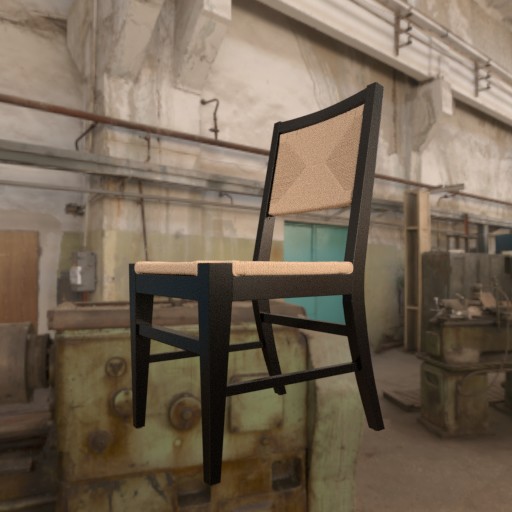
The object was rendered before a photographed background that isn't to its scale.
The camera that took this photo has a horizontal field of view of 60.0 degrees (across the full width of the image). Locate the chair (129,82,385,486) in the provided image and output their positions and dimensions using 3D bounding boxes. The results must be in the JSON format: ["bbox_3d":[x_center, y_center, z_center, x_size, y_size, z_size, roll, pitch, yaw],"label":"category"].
[{"bbox_3d":[0.000,0.000,1.200,0.552,0.927,0.437,1,-1,-36],"label":"chair"}]
